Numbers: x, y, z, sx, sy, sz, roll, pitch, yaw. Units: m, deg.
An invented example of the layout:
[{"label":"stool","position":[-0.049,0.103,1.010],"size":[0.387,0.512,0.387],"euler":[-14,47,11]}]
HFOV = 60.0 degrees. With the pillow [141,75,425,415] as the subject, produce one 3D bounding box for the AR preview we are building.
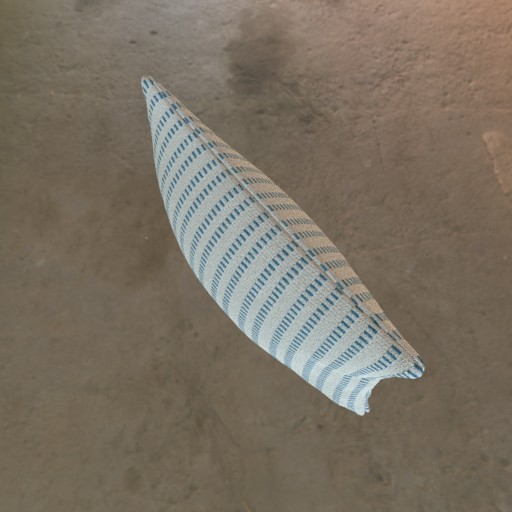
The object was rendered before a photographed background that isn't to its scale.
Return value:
[{"label":"pillow","position":[0.000,0.000,0.787],"size":[0.210,0.353,0.640],"euler":[-35,69,-16]}]
